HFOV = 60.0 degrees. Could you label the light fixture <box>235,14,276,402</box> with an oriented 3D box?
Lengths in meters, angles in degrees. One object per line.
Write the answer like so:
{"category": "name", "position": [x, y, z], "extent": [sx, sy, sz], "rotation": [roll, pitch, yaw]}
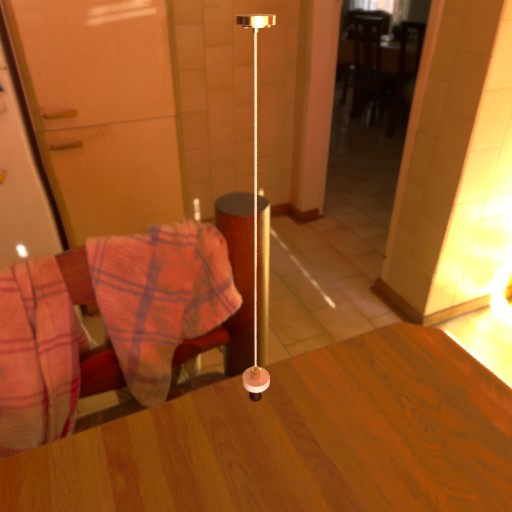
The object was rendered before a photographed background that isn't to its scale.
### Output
{"category": "light fixture", "position": [0.000, 0.000, 1.745], "extent": [0.129, 1.669, 0.129], "rotation": [21, 38, 30]}
